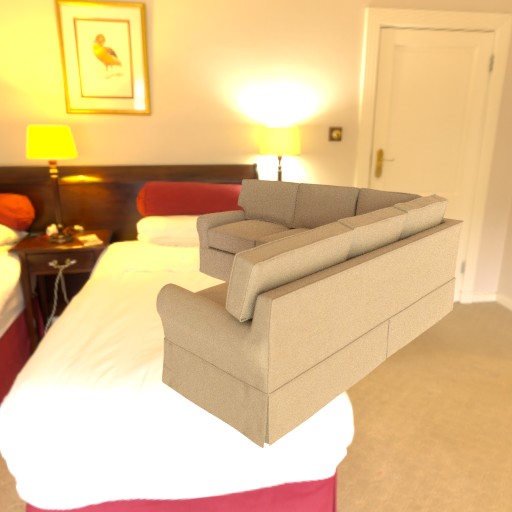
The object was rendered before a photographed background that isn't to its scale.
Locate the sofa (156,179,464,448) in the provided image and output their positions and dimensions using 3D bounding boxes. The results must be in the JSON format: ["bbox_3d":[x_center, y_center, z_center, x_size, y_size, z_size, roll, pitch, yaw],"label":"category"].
[{"bbox_3d":[0.000,0.000,4.104,2.730,1.124,2.733,15,22,41],"label":"sofa"}]
